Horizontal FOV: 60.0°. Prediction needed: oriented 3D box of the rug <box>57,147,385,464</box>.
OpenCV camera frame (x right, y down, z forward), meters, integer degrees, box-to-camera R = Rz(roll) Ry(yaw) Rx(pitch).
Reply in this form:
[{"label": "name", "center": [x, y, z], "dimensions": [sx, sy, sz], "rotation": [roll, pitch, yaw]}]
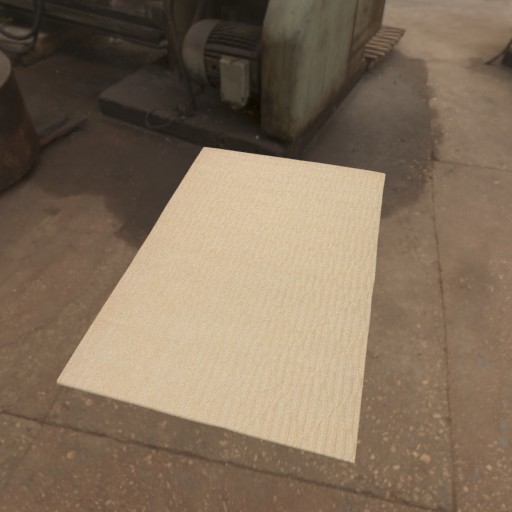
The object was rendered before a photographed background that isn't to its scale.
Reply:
[{"label": "rug", "center": [0.000, 0.000, 2.341], "dimensions": [1.238, 0.014, 1.848], "rotation": [11, 47, 10]}]
